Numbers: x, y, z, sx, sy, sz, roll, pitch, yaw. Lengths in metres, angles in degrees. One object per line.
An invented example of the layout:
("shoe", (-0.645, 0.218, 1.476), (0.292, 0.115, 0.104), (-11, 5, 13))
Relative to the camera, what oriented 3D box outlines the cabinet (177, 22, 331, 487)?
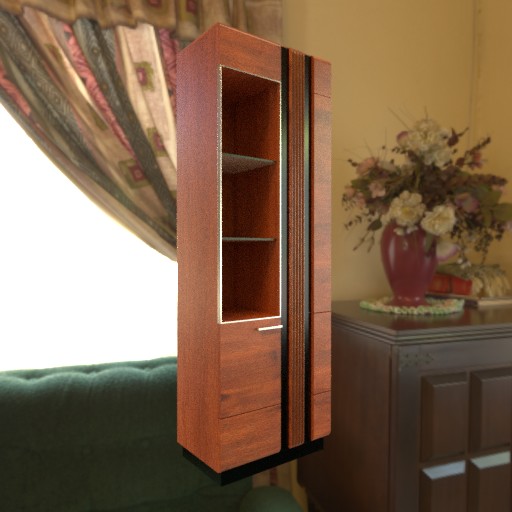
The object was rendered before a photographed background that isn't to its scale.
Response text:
("cabinet", (0.000, 0.000, 2.214), (0.660, 1.980, 0.420), (0, 1, -36))
